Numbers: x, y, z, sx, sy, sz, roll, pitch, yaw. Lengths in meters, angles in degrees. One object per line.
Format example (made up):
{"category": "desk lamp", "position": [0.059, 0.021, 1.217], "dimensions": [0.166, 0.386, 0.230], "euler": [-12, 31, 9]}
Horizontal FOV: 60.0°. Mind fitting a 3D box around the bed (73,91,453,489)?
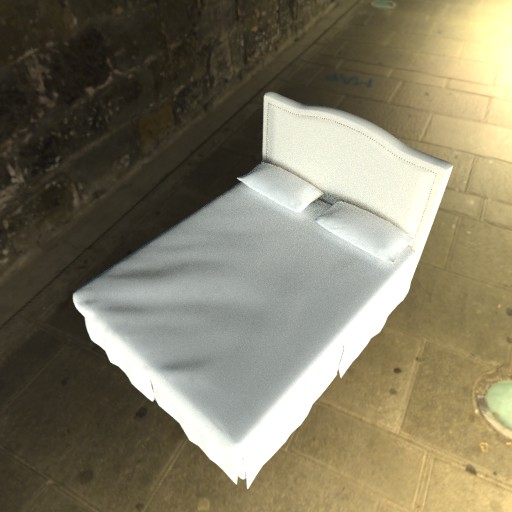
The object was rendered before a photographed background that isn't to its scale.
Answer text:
{"category": "bed", "position": [0.000, 0.000, 3.356], "dimensions": [1.821, 1.436, 2.282], "euler": [33, 54, 28]}
